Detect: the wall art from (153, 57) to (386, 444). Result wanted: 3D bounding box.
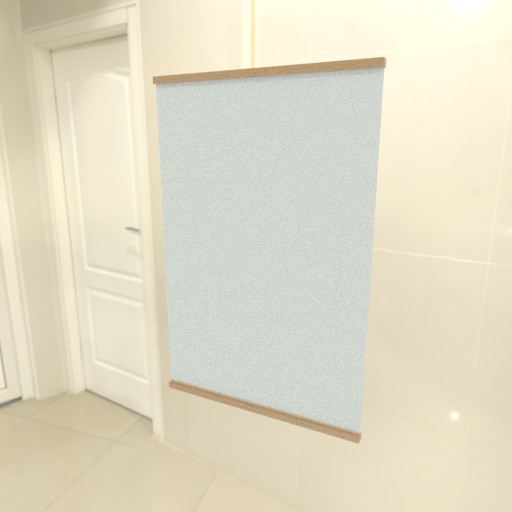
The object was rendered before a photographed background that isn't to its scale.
[{"bbox_3d":[0.000,0.000,0.648,0.335,0.510,0.013,7,16,26],"label":"wall art"}]
